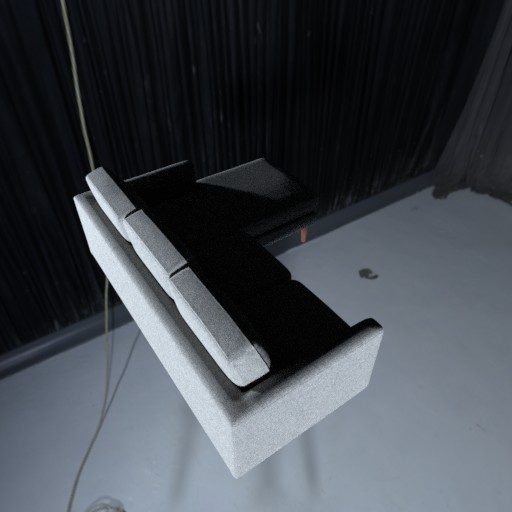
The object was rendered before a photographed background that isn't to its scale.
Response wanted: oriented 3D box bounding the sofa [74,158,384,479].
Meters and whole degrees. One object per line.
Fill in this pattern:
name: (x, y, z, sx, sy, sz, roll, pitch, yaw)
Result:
sofa: (0.000, 0.000, 2.932, 1.667, 0.957, 2.055, -25, 47, -25)
